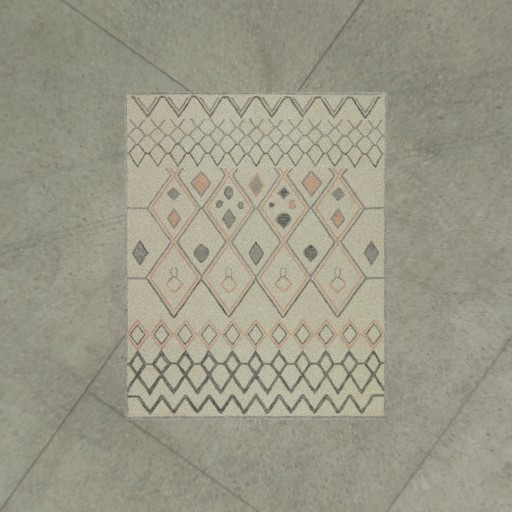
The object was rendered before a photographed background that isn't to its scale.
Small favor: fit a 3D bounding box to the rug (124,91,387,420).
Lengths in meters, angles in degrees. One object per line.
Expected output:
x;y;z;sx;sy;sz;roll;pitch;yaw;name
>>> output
0.000;0.000;4.129;2.441;0.016;3.050;0;90;0;rug
